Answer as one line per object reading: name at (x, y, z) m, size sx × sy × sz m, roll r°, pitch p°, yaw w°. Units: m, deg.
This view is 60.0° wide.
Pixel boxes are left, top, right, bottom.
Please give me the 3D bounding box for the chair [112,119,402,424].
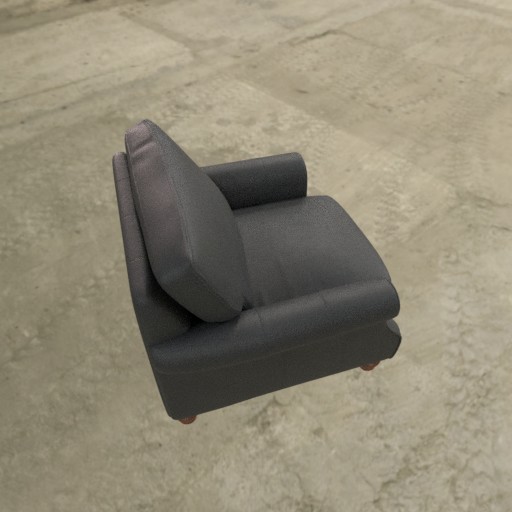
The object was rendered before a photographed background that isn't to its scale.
chair at (0.000, 0.000, 1.793) m, size 1.027 × 0.960 × 1.015 m, roll -9°, pitch 46°, yaw -9°
